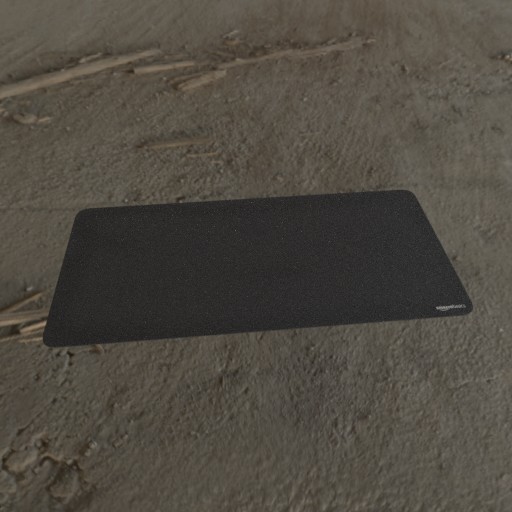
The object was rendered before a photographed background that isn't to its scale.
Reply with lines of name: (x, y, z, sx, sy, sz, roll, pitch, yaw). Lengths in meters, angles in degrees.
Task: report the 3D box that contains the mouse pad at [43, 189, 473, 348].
mouse pad: (0.000, 0.000, 1.055, 0.907, 0.003, 0.424, -4, 47, -4)
